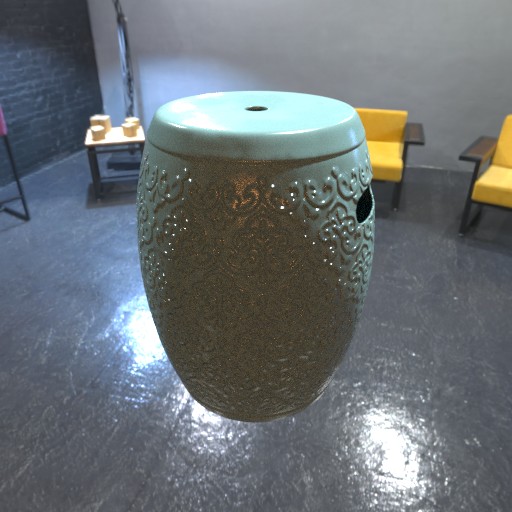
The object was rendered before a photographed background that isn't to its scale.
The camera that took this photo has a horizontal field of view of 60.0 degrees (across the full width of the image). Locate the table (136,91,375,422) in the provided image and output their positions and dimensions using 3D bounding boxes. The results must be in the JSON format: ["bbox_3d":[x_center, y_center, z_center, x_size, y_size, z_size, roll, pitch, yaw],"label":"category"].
[{"bbox_3d":[0.000,0.000,0.610,0.309,0.397,0.309,0,30,0],"label":"table"}]
